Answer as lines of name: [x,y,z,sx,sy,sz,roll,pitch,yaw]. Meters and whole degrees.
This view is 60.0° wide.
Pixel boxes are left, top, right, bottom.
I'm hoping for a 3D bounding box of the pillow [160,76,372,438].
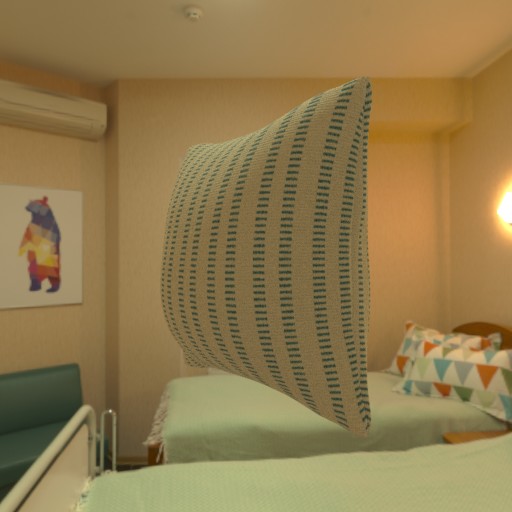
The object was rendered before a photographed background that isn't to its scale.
pillow: [0.000,0.000,0.682,0.247,0.419,0.438,0,0,-37]
